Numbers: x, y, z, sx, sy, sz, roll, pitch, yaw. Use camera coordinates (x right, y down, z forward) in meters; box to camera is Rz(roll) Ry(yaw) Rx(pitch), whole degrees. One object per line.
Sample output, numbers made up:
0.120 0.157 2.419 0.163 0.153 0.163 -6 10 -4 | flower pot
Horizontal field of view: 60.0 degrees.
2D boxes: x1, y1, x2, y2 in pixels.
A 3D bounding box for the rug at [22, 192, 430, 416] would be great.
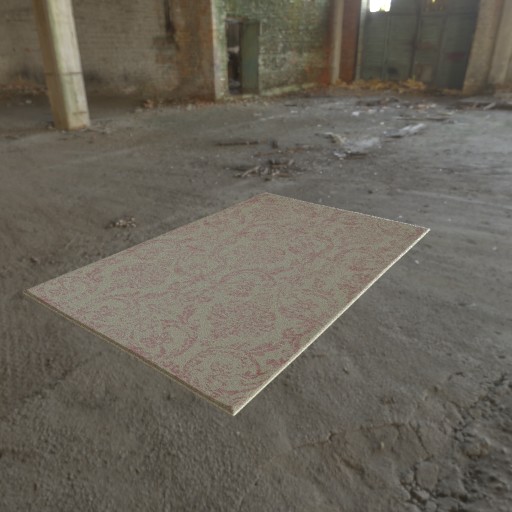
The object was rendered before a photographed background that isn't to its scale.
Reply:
0.000 0.000 3.436 1.819 0.018 2.746 18 31 33 | rug
